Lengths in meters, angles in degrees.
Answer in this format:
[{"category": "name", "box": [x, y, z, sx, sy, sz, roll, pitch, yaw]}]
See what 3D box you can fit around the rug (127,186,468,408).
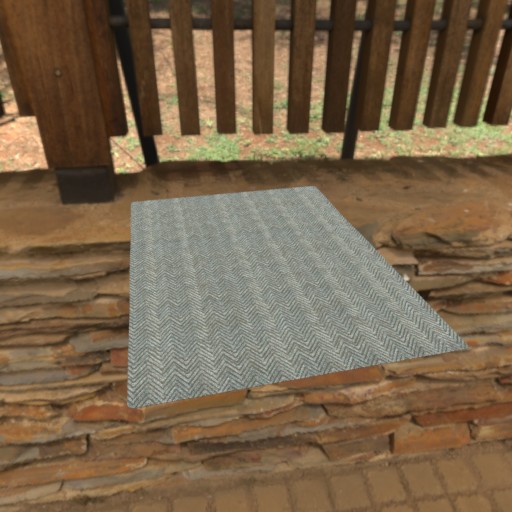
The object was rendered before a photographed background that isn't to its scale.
[{"category": "rug", "box": [0.000, 0.000, 5.231, 2.894, 0.011, 3.957, -7, 31, -11]}]
